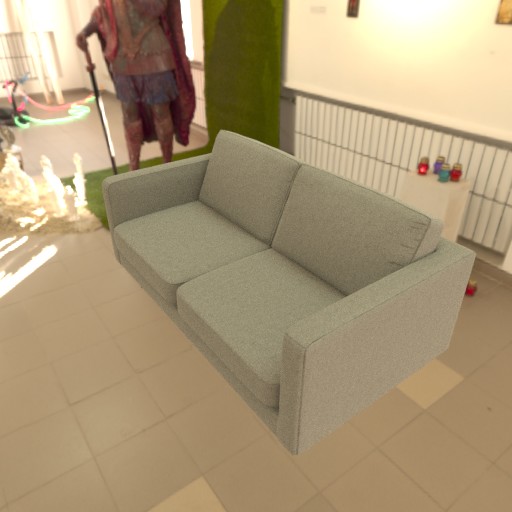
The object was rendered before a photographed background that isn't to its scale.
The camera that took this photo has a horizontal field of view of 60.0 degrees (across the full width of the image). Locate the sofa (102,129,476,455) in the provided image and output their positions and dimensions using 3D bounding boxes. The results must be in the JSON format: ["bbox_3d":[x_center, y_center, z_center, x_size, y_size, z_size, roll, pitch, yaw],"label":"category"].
[{"bbox_3d":[0.000,0.000,2.306,1.000,0.900,1.731,-21,37,-31],"label":"sofa"}]
